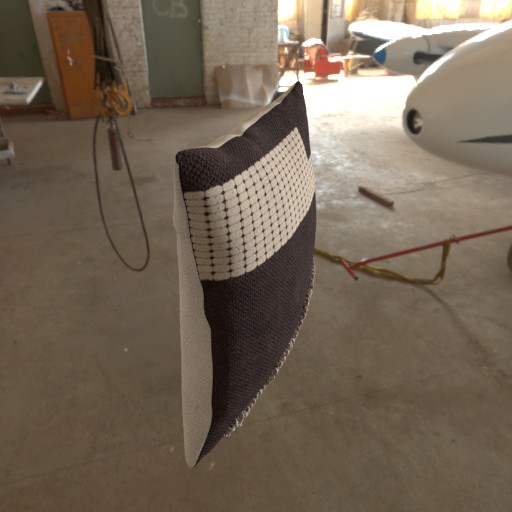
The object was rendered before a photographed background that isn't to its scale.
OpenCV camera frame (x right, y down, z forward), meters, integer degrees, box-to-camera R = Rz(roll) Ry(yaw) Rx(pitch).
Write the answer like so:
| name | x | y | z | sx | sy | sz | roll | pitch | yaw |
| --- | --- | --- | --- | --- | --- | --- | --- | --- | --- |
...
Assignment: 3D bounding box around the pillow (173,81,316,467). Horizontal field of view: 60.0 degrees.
| name | x | y | z | sx | sy | sz | roll | pitch | yaw |
| --- | --- | --- | --- | --- | --- | --- | --- | --- | --- |
| pillow | 0.000 | 0.000 | 0.709 | 0.178 | 0.473 | 0.475 | 10 | 32 | 17 |
